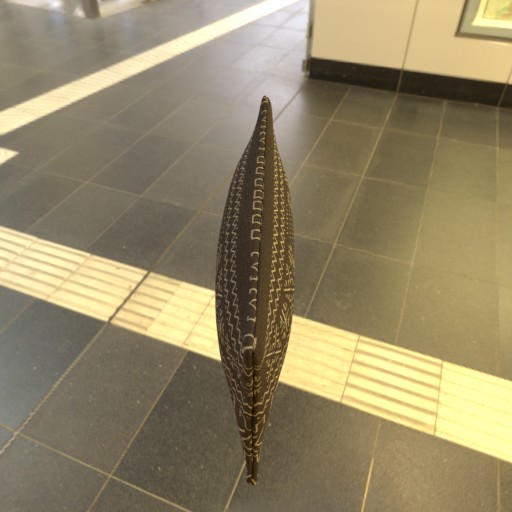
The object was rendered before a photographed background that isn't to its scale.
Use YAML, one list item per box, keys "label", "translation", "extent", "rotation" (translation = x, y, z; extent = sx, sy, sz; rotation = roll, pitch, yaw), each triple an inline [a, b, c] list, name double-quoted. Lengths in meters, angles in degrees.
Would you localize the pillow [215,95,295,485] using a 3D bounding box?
- label: "pillow"
  translation: [0.000, 0.000, 0.795]
  extent: [0.135, 0.322, 0.667]
  rotation: [2, 42, 2]
